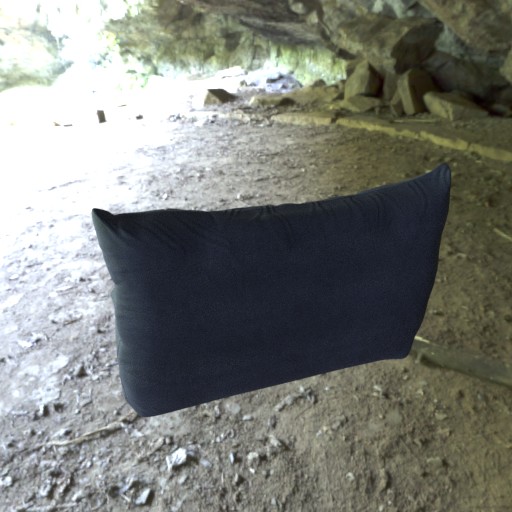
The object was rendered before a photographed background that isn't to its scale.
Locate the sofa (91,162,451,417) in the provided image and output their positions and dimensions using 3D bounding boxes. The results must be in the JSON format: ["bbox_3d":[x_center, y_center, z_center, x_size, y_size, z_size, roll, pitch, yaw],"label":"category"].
[{"bbox_3d":[0.000,0.000,1.710,1.122,0.778,0.849,-9,27,-17],"label":"sofa"}]
